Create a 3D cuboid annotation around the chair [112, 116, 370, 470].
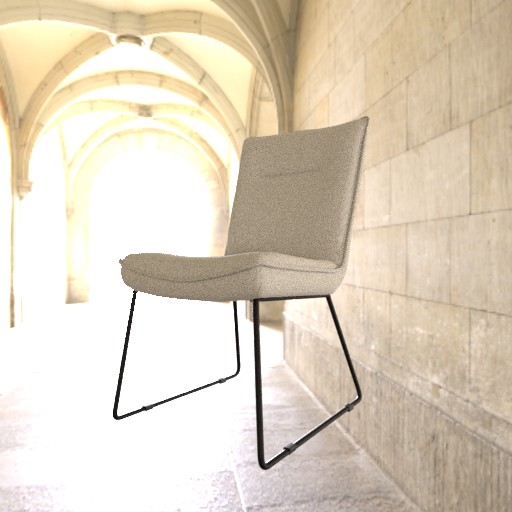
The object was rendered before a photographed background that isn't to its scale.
[{"bbox_3d":[0.000,0.000,1.365,0.515,0.930,0.688,0,0,35],"label":"chair"}]
